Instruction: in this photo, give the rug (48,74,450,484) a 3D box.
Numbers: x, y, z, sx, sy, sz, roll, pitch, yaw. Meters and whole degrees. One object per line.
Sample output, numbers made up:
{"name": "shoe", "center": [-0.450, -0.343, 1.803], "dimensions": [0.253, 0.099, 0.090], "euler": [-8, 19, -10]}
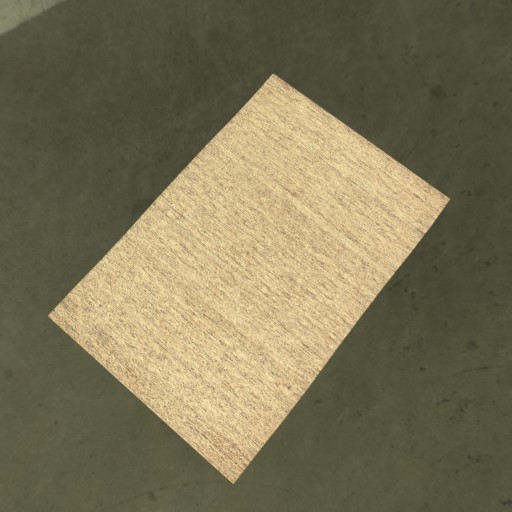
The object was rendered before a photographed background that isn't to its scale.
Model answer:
{"name": "rug", "center": [0.000, 0.000, 2.910], "dimensions": [1.547, 0.013, 2.283], "euler": [39, 79, 9]}
